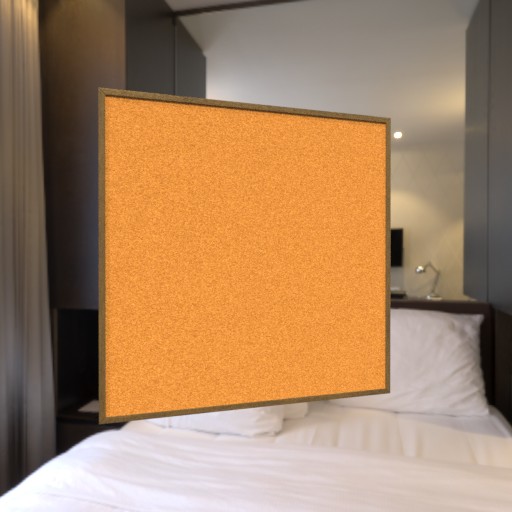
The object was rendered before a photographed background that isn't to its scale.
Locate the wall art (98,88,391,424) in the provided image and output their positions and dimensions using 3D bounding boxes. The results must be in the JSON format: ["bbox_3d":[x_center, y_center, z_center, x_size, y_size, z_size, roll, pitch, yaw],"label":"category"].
[{"bbox_3d":[0.000,0.000,0.760,0.507,0.507,0.037,0,0,-17],"label":"wall art"}]
